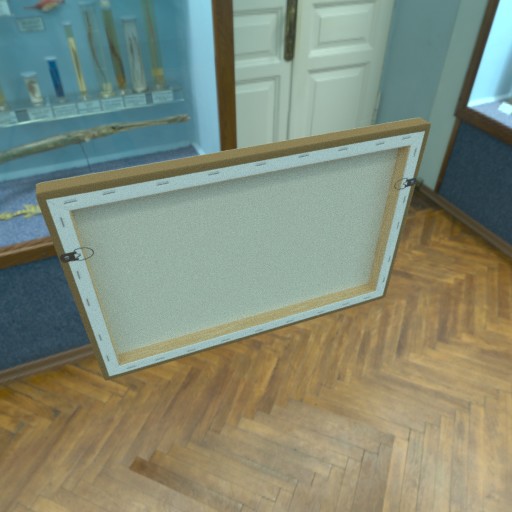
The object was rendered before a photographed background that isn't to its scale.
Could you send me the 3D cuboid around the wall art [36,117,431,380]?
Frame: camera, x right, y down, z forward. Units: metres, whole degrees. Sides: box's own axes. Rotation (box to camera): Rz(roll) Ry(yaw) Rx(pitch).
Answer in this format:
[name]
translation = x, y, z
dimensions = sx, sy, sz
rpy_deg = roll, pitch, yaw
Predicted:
[wall art]
translation = 0.000, 0.000, 0.489
dimensions = 0.380, 0.254, 0.019
rpy_deg = -14, 42, -16
